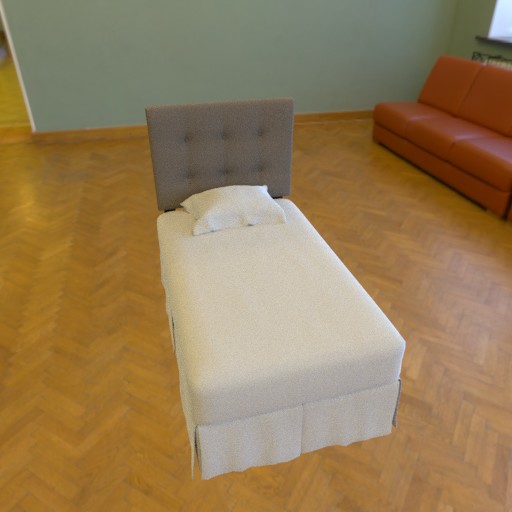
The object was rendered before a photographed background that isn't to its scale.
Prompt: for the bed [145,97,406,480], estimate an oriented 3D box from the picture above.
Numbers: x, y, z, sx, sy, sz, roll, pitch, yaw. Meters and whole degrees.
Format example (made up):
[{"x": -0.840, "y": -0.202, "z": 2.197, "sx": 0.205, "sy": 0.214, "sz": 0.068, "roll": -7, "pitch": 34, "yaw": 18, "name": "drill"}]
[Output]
[{"x": 0.000, "y": 0.000, "z": 2.951, "sx": 1.261, "sy": 1.571, "sz": 1.997, "roll": -8, "pitch": 33, "yaw": -13, "name": "bed"}]
